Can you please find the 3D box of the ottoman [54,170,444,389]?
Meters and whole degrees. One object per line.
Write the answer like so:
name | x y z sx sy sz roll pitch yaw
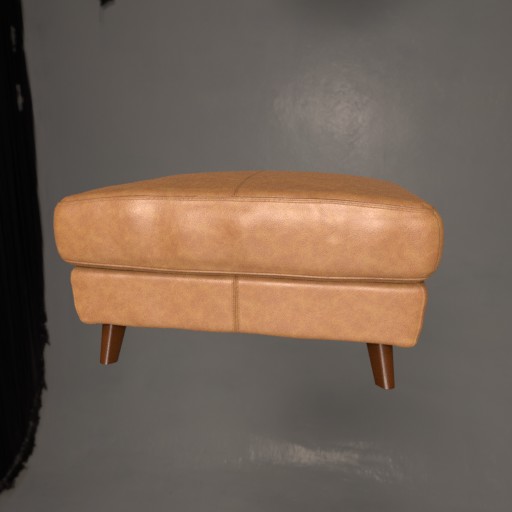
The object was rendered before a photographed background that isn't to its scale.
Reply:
ottoman | 0.000 0.000 1.242 0.869 0.461 0.630 2 14 10
